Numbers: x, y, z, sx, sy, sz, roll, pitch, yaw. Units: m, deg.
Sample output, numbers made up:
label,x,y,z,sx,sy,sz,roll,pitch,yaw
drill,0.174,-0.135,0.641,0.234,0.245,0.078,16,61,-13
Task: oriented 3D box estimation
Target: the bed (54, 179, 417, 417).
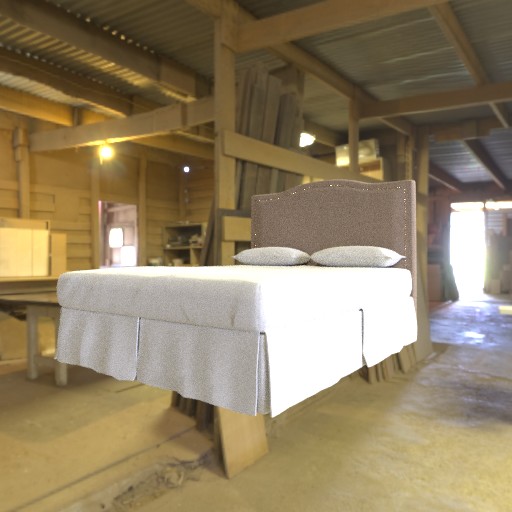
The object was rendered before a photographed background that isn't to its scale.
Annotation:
label,x,y,z,sx,sy,sz,roll,pitch,yaw
bed,0.000,0.000,3.360,1.821,1.436,2.282,0,0,37
